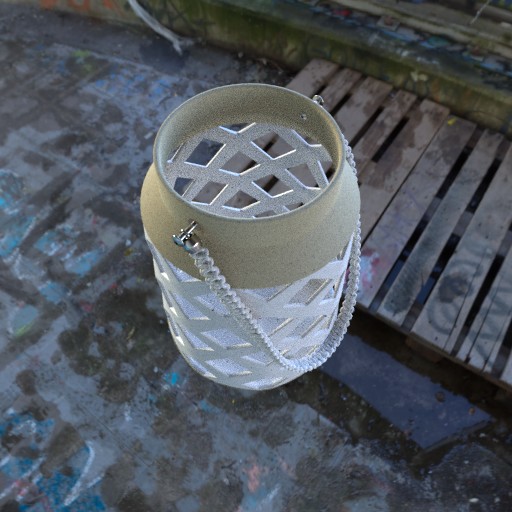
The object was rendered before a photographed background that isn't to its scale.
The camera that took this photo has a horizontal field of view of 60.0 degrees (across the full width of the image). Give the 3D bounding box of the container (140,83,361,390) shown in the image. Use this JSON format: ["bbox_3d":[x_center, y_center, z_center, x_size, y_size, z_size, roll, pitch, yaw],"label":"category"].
[{"bbox_3d":[0.000,0.000,0.398,0.198,0.264,0.188,32,64,18],"label":"container"}]
